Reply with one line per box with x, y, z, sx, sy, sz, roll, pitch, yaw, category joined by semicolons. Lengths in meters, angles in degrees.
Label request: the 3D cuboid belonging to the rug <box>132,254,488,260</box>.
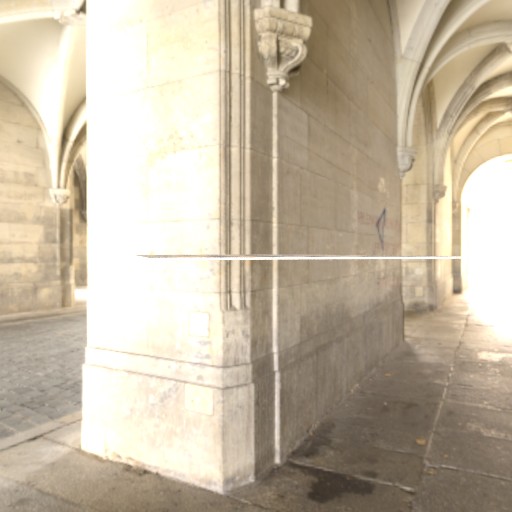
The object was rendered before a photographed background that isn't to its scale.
0.000;0.000;2.288;1.202;0.006;1.813;0;0;-17;rug
